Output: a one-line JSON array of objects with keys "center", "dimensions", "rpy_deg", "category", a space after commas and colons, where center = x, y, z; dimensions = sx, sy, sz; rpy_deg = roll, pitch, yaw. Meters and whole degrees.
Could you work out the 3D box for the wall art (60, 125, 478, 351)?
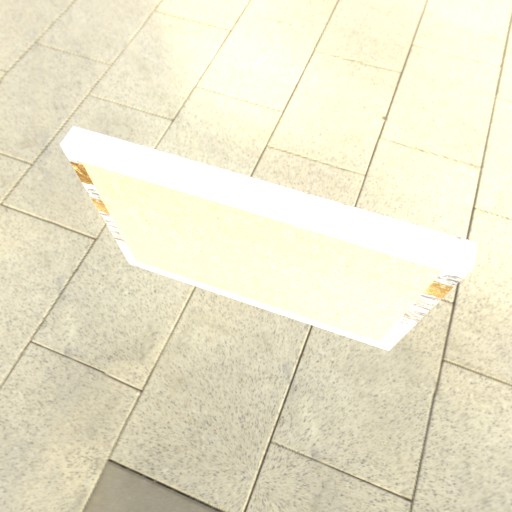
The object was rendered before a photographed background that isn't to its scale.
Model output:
[{"center": [0.000, 0.000, 0.802], "dimensions": [0.606, 0.407, 0.041], "rpy_deg": [17, 64, 9], "category": "wall art"}]
